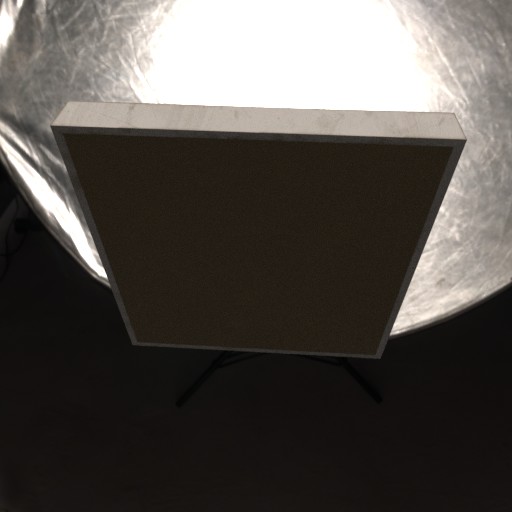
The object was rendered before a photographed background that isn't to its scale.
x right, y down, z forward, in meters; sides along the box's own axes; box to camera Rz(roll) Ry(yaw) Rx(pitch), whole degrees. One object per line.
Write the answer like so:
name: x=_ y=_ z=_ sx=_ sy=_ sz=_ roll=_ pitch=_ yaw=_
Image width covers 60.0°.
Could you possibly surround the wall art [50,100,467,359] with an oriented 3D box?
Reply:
wall art: x=0.000 y=0.000 z=0.447 sx=0.305 sy=0.303 sz=0.038 roll=3 pitch=47 yaw=2
